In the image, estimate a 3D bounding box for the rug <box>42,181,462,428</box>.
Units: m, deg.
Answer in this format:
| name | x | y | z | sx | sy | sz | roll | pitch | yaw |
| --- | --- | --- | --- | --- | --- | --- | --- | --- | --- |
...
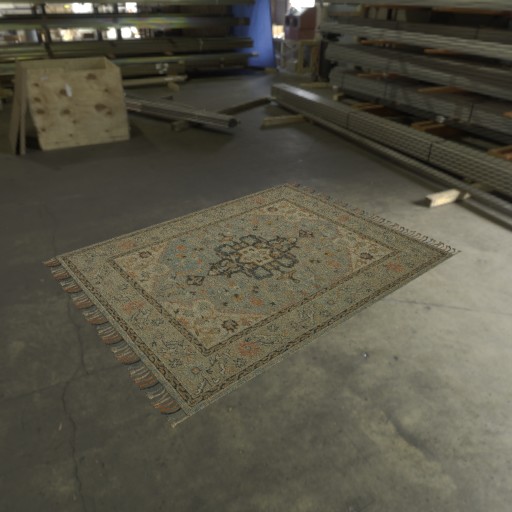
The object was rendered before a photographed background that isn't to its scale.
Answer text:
| name | x | y | z | sx | sy | sz | roll | pitch | yaw |
| --- | --- | --- | --- | --- | --- | --- | --- | --- | --- |
| rug | 0.000 | 0.000 | 4.199 | 3.221 | 0.011 | 2.379 | -23 | 38 | -33 |
